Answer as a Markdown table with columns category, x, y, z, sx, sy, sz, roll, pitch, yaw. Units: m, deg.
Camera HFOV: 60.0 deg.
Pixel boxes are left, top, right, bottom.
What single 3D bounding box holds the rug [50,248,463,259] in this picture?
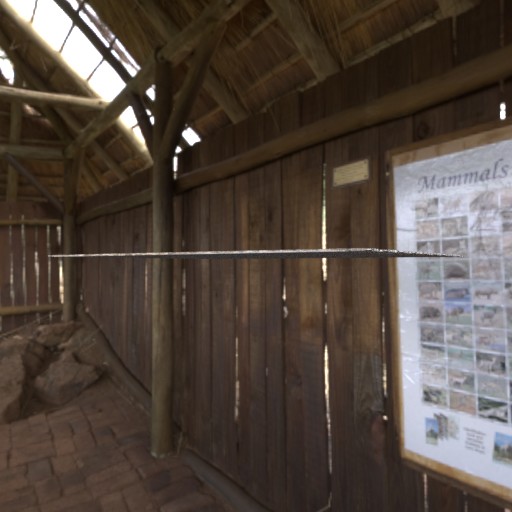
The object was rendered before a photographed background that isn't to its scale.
| category | x | y | z | sx | sy | sz | roll | pitch | yaw |
| --- | --- | --- | --- | --- | --- | --- | --- | --- | --- |
| rug | 0.000 | 0.000 | 4.323 | 3.291 | 0.017 | 2.431 | -1 | -1 | 36 |
